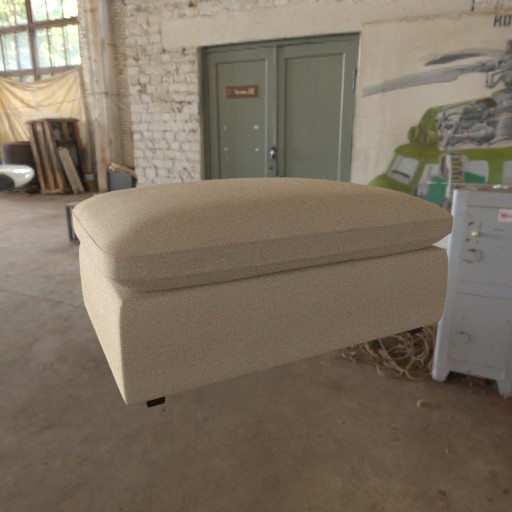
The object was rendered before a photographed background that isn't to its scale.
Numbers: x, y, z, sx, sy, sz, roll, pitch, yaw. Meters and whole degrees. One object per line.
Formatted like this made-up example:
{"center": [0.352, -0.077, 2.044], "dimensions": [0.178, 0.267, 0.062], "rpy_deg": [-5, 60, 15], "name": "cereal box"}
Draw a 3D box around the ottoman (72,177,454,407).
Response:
{"center": [0.000, 0.000, 1.364], "dimensions": [0.984, 0.453, 0.686], "rpy_deg": [-8, 17, -27], "name": "ottoman"}
